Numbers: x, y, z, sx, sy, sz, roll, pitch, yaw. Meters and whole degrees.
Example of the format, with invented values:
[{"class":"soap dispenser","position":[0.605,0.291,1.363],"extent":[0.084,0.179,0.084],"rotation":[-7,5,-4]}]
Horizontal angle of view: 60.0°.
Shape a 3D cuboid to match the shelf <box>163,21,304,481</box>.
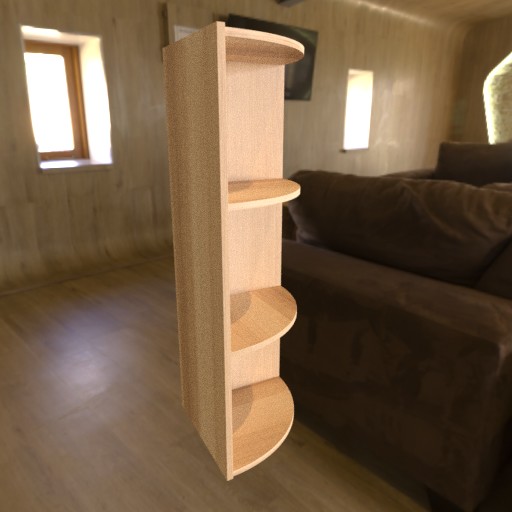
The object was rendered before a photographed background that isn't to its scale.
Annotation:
[{"class":"shelf","position":[0.000,0.000,0.995],"extent":[0.290,0.872,0.290],"rotation":[-9,19,-26]}]
